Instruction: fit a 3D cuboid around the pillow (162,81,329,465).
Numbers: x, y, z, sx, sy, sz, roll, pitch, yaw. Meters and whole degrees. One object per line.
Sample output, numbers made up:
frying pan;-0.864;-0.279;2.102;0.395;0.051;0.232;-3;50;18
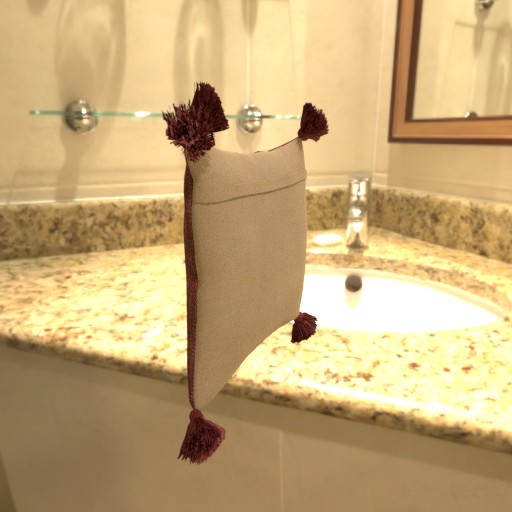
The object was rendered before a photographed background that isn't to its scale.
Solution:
pillow;0.000;0.000;0.948;0.138;0.659;0.641;8;18;27
